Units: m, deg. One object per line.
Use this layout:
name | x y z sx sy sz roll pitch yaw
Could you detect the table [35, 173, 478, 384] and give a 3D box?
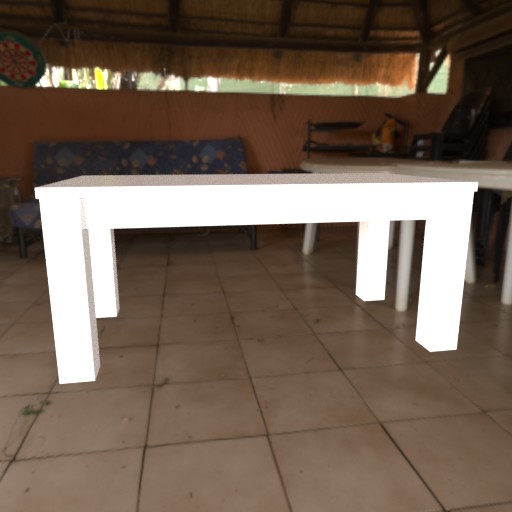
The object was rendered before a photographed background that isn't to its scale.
table | 0.000 0.000 2.287 1.800 0.790 0.900 -2 13 -10
